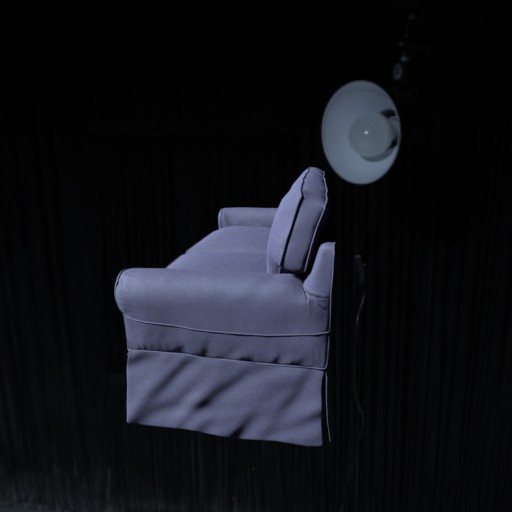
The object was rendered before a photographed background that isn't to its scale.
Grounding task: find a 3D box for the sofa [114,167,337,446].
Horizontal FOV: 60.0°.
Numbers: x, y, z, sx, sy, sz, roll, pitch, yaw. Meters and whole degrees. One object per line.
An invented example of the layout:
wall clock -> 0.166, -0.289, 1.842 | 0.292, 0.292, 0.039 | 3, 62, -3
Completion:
sofa -> 0.000, 0.000, 2.890 | 0.983, 1.094, 2.256 | 2, 14, 8
